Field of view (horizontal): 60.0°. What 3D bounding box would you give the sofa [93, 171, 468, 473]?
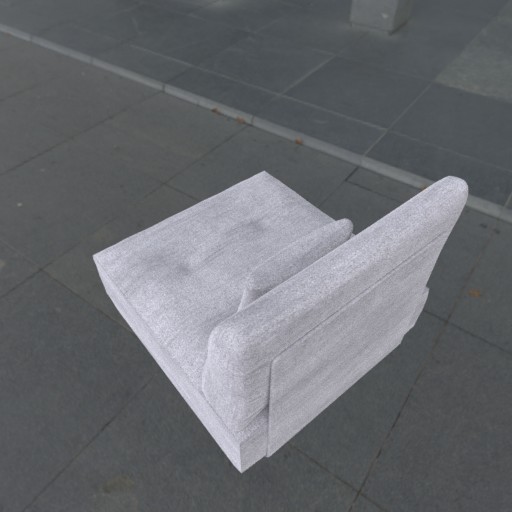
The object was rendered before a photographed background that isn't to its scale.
[{"bbox_3d":[0.000,0.000,1.686,0.930,0.820,1.000,-31,54,-26],"label":"sofa"}]
